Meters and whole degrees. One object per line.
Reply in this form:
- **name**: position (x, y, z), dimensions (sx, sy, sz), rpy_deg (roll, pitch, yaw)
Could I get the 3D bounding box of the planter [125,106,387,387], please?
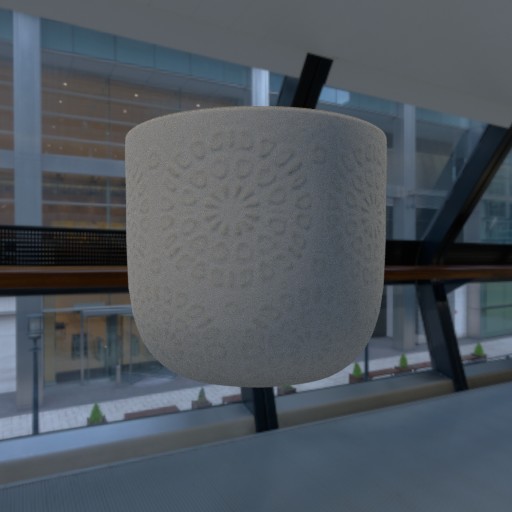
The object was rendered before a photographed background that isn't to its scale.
- **planter**: position (0.000, 0.000, 0.220), dimensions (0.124, 0.109, 0.124), rpy_deg (0, 1, 0)
